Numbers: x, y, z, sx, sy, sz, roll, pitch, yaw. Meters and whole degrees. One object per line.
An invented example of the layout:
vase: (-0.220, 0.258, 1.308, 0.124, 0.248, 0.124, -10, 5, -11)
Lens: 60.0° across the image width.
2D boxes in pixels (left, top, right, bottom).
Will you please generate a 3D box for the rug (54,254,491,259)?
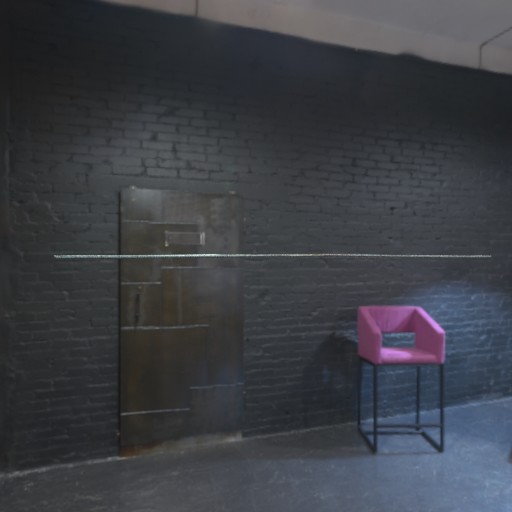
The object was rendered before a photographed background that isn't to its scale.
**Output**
rug: (0.000, 0.000, 2.898, 2.260, 0.026, 1.611, 0, 0, -18)
